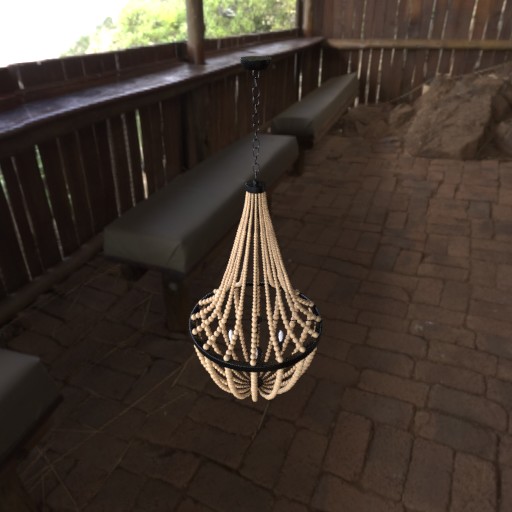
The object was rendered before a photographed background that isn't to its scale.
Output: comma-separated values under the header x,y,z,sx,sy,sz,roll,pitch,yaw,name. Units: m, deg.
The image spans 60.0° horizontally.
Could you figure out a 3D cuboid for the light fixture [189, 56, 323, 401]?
x,y,z,sx,sy,sz,roll,pitch,yaw,name
0.000,0.000,1.378,0.450,1.133,0.450,0,31,0,light fixture
